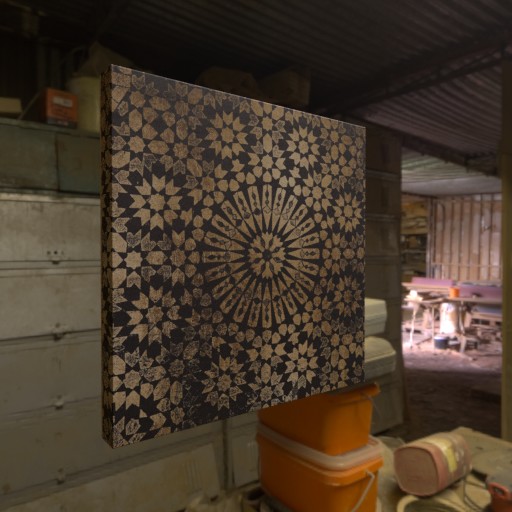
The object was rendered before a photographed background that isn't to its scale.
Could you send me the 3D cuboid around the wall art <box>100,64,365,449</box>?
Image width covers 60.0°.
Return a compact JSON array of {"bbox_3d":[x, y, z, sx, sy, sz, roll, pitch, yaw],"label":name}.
[{"bbox_3d":[0.000,0.000,0.601,0.405,0.405,0.038,-1,1,-36],"label":"wall art"}]
